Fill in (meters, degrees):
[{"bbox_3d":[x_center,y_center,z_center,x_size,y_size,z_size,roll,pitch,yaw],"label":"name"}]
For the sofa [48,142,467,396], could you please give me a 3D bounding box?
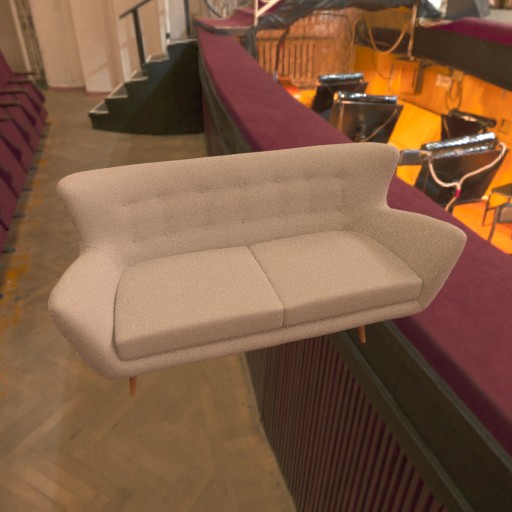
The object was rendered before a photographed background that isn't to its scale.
[{"bbox_3d":[0.000,0.000,2.347,1.930,0.890,0.899,-9,33,-15],"label":"sofa"}]
